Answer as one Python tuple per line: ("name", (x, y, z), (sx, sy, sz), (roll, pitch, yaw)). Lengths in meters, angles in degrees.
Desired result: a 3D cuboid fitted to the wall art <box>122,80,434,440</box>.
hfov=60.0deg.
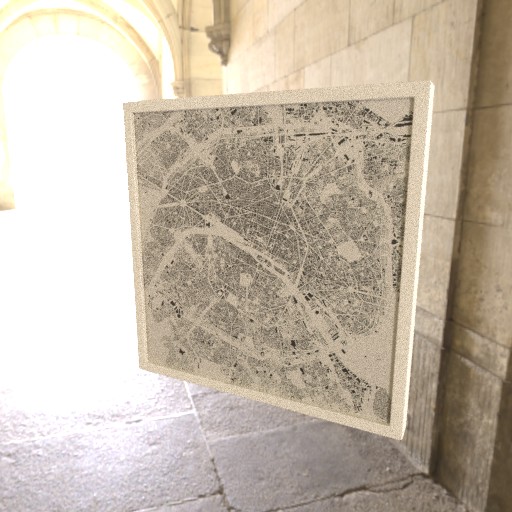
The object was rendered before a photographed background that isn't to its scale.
("wall art", (0.000, 0.000, 0.735), (0.508, 0.508, 0.038), (6, 14, 26))
